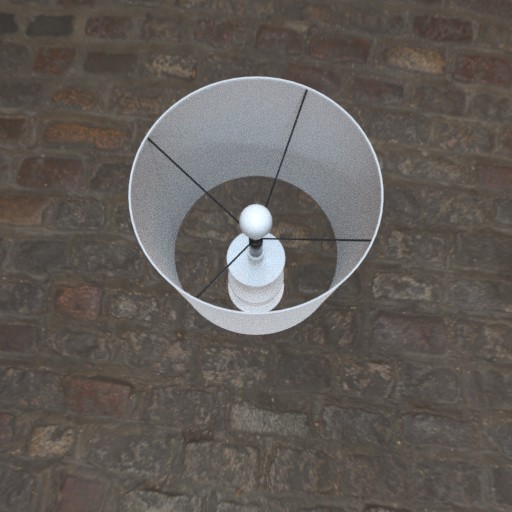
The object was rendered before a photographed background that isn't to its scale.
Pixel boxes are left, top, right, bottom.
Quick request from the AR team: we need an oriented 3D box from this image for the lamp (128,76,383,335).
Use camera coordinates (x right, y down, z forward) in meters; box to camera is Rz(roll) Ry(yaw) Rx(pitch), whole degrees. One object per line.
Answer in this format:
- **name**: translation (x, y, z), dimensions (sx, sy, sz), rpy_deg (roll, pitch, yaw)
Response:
- **lamp**: translation (0.000, 0.000, 0.583), dimensions (0.208, 0.455, 0.208), rpy_deg (6, 76, 2)
